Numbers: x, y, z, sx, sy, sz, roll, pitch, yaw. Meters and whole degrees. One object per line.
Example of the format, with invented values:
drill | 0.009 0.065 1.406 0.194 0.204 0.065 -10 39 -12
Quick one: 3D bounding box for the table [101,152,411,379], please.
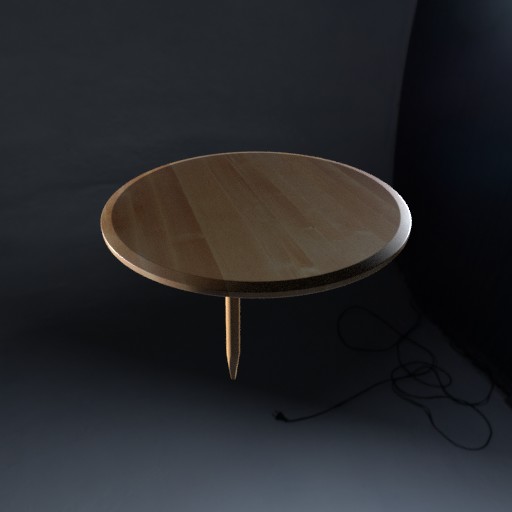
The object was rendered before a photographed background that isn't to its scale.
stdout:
table | 0.000 0.000 1.444 0.900 0.400 0.900 0 32 0
